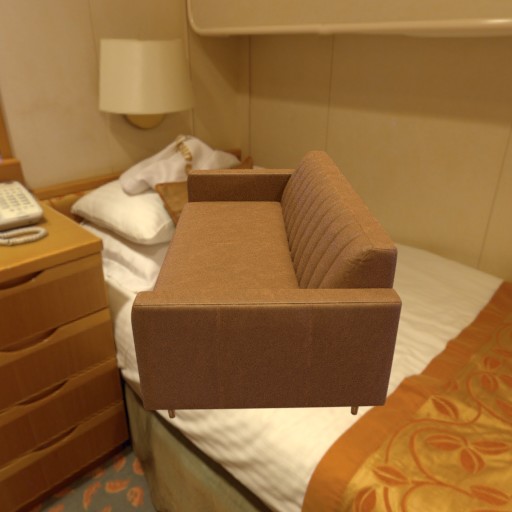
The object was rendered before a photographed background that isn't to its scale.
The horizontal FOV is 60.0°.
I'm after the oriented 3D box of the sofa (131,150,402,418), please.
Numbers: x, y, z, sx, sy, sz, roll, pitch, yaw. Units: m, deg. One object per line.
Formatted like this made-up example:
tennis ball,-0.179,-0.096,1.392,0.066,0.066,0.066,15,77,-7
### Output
sofa,0.000,0.000,2.455,0.993,0.821,1.847,-1,26,-1
